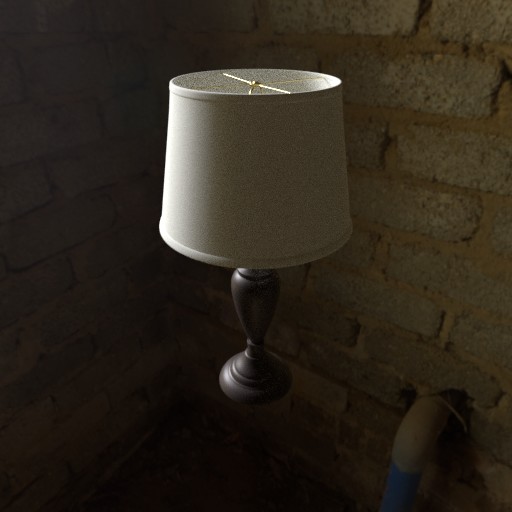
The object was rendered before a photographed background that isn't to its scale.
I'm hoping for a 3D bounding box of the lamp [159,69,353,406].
[{"bbox_3d":[0.000,0.000,0.819,0.335,0.611,0.335,0,29,0],"label":"lamp"}]
